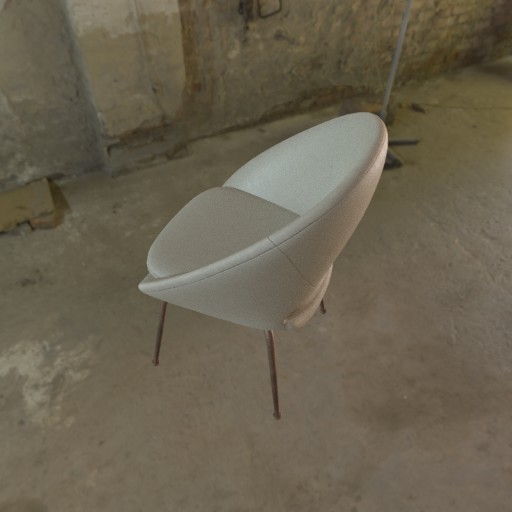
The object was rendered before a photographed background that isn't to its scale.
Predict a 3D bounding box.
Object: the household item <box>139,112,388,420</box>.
[{"bbox_3d":[0.000,0.000,1.273,0.573,0.852,0.623,18,48,17],"label":"household item"}]
